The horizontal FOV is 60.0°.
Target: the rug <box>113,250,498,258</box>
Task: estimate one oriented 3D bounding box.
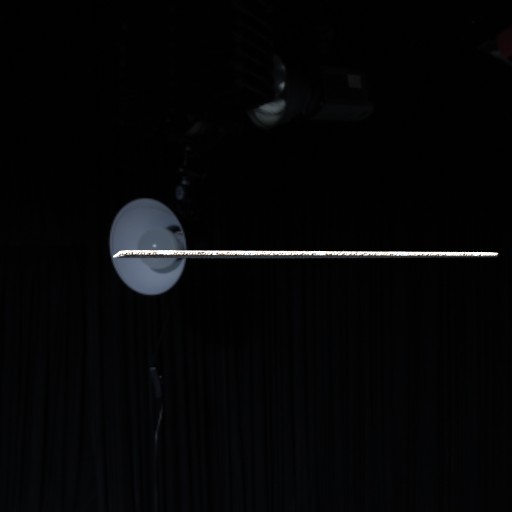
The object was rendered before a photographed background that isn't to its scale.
[{"bbox_3d":[0.000,0.000,4.023,2.438,0.029,3.047,0,0,-18],"label":"rug"}]
